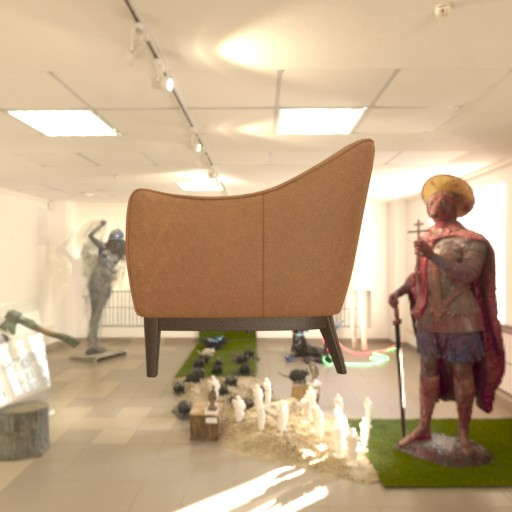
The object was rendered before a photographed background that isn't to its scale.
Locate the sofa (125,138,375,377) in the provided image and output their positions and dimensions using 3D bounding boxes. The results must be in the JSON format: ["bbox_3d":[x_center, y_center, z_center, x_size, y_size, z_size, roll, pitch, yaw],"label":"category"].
[{"bbox_3d":[0.000,0.000,2.378,0.869,0.830,1.928,0,0,0],"label":"sofa"}]
